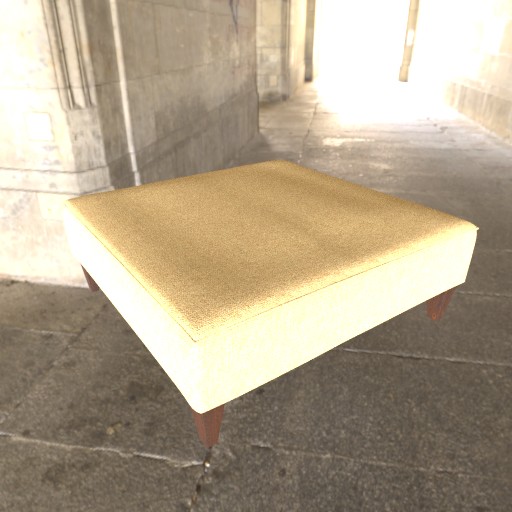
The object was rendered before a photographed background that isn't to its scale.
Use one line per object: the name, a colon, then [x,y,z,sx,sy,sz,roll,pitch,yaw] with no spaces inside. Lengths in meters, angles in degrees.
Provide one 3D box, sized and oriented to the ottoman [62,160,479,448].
ottoman: [0.000,0.000,1.493,0.981,0.378,0.970,-18,31,-31]
